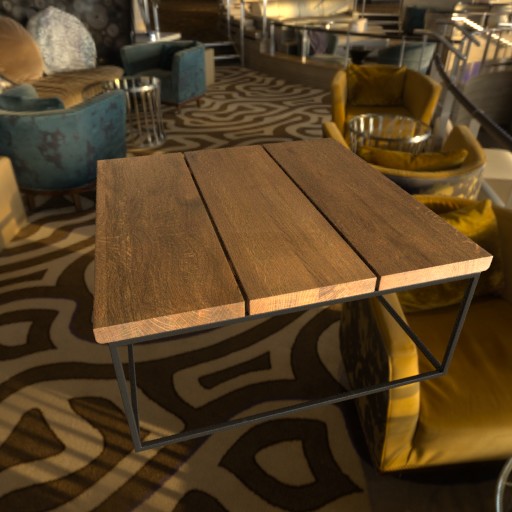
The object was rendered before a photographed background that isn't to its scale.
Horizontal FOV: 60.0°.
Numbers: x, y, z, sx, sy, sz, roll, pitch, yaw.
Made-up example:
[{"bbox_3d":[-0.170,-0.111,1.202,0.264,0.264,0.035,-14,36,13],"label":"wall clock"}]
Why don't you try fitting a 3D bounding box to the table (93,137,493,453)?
[{"bbox_3d":[0.000,0.000,1.408,0.900,0.400,0.900,-9,34,-14],"label":"table"}]
